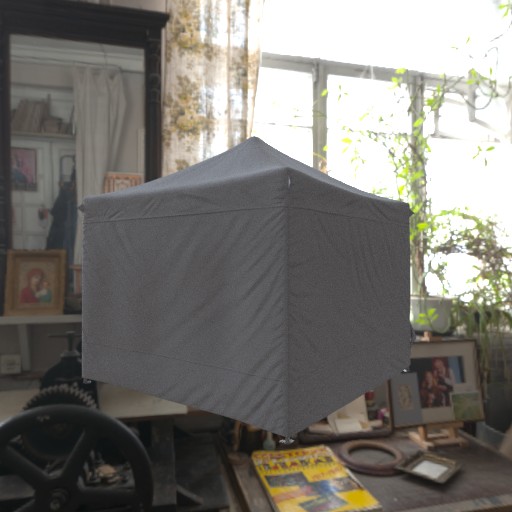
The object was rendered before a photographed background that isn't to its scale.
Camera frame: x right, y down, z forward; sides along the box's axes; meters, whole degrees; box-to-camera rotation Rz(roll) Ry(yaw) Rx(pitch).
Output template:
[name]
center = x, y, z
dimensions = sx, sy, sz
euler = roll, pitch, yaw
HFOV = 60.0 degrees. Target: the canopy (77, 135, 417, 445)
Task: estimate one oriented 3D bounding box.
[canopy]
center = 0.000, 0.000, 5.578
dimensions = 3.043, 2.997, 3.121
euler = 0, 0, 37
